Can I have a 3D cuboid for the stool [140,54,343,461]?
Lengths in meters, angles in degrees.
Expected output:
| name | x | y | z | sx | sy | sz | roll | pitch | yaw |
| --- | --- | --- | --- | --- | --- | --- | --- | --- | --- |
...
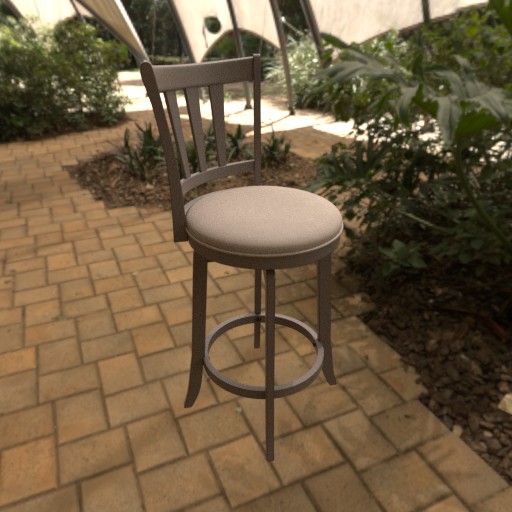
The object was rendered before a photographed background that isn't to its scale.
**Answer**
| name | x | y | z | sx | sy | sz | roll | pitch | yaw |
| --- | --- | --- | --- | --- | --- | --- | --- | --- | --- |
| stool | 0.000 | 0.000 | 1.261 | 0.475 | 1.023 | 0.436 | 19 | 33 | 32 |
